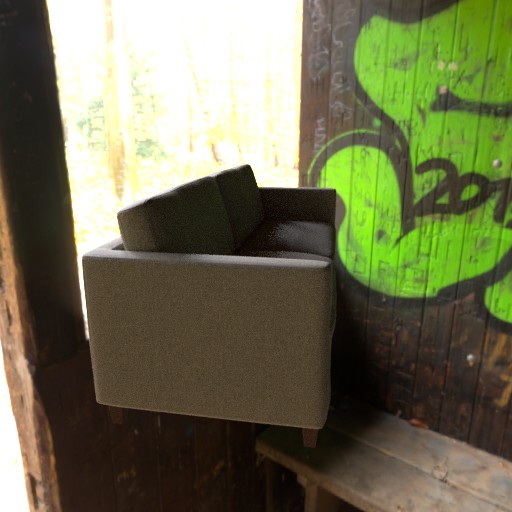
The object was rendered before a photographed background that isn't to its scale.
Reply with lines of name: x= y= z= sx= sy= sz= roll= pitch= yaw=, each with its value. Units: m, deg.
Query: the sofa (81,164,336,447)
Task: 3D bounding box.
sofa: x=0.000 y=0.000 z=2.648 sx=0.956 sy=0.963 sz=2.208 roll=3 pitch=16 yaw=10
